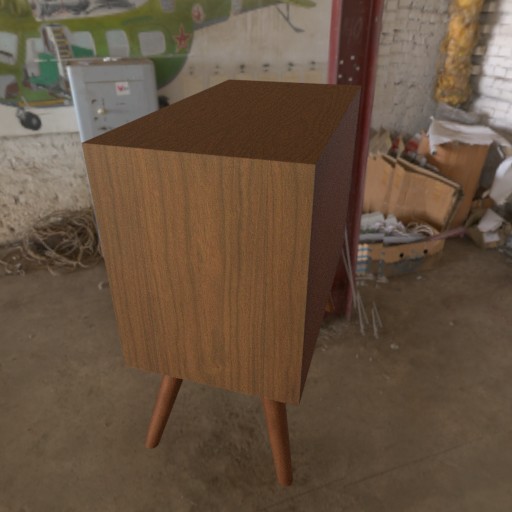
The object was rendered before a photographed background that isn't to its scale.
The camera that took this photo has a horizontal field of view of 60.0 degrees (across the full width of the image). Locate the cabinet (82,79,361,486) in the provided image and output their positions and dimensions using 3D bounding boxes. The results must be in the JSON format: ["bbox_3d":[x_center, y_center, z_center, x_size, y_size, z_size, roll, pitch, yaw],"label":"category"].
[{"bbox_3d":[0.000,0.000,1.151,0.388,0.748,0.712,9,31,14],"label":"cabinet"}]
